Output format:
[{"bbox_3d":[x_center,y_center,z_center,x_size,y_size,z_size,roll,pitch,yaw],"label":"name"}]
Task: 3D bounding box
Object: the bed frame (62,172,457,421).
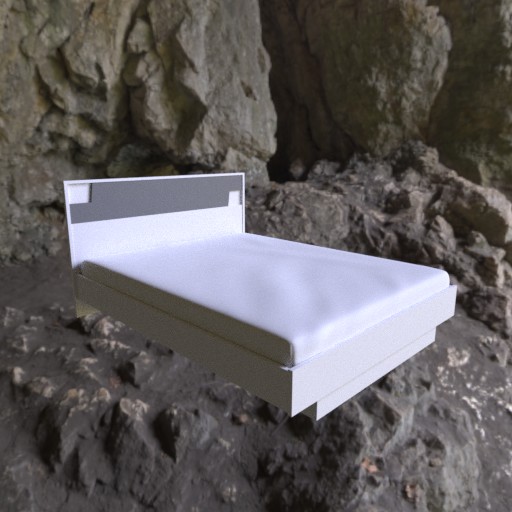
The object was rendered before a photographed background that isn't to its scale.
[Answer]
[{"bbox_3d":[0.000,0.000,3.049,1.711,1.001,2.100,-13,19,-43],"label":"bed frame"}]
